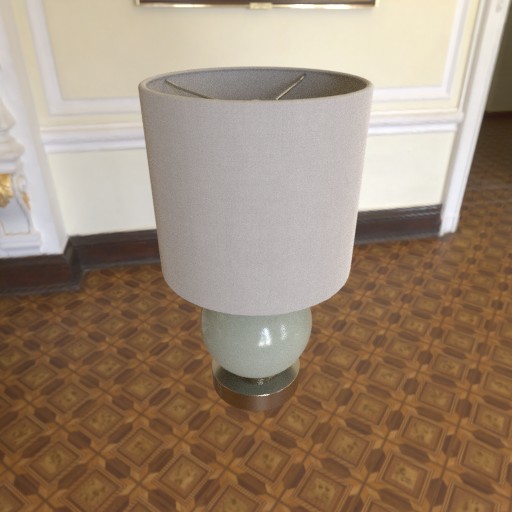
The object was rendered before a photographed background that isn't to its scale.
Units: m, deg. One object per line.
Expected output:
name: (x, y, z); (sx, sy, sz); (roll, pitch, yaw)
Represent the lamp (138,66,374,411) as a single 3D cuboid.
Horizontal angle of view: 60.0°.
lamp: (0.000, 0.000, 0.473); (0.201, 0.353, 0.201); (1, 30, 1)
